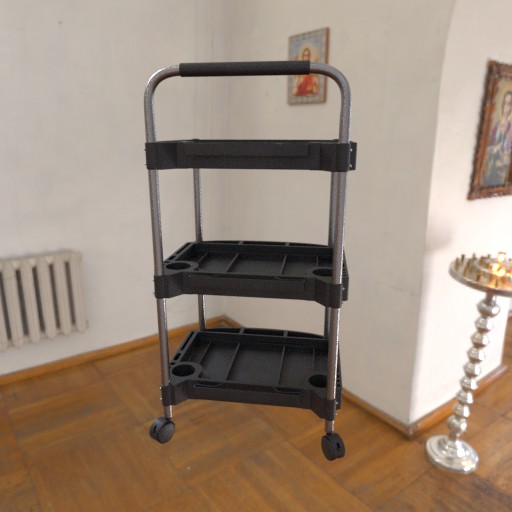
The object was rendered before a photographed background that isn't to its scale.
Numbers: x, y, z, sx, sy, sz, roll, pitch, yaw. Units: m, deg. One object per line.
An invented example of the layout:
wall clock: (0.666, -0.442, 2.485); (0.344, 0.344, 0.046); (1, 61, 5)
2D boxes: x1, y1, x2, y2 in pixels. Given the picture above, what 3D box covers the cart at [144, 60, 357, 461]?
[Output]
cart: (0.000, 0.000, 1.393); (0.584, 1.075, 0.518); (2, 16, 8)
